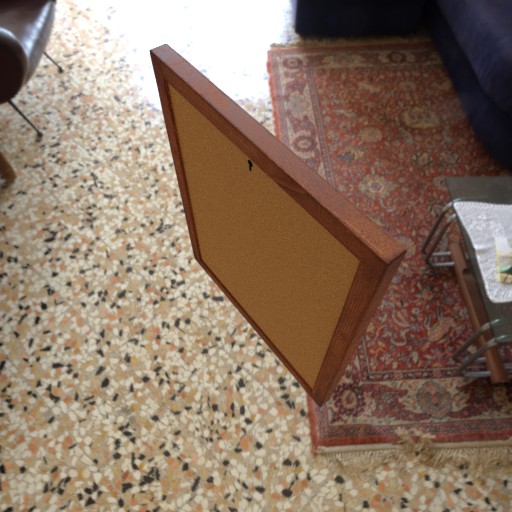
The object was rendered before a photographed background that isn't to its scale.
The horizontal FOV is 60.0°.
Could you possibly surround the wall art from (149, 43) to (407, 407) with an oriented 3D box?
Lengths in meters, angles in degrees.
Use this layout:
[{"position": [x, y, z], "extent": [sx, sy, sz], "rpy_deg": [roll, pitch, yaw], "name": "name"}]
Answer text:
[{"position": [0.000, 0.000, 0.777], "extent": [0.030, 0.558, 0.462], "rpy_deg": [-33, 63, -20], "name": "wall art"}]
